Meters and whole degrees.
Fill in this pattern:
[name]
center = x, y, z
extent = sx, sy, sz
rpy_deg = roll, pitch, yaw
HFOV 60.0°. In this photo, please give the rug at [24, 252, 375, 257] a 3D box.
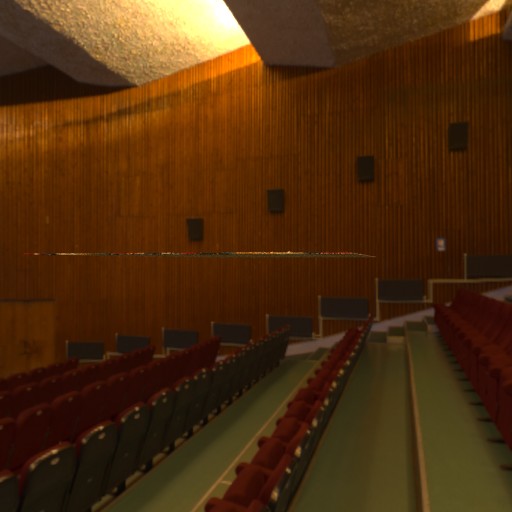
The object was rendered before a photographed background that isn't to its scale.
[rug]
center = 0.000, 0.000, 2.928
extent = 1.465, 0.012, 2.465
rpy_deg = 0, -1, 17
